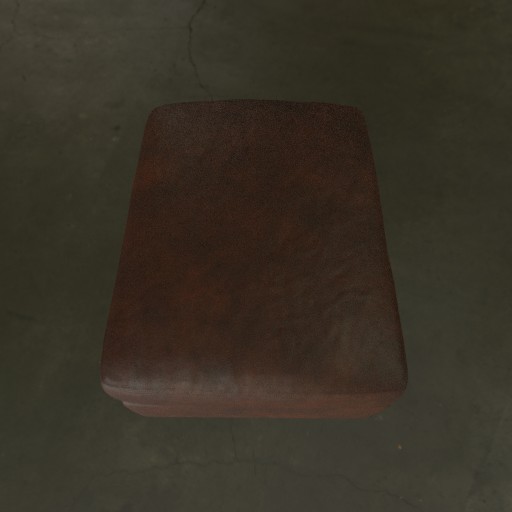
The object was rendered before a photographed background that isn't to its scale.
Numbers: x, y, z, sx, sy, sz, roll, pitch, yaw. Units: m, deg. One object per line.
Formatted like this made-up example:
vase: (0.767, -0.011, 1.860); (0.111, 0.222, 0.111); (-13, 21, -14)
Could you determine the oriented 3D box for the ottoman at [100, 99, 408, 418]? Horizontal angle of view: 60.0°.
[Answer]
ottoman: (0.000, 0.000, 1.264); (0.659, 0.527, 0.887); (0, 59, 0)
